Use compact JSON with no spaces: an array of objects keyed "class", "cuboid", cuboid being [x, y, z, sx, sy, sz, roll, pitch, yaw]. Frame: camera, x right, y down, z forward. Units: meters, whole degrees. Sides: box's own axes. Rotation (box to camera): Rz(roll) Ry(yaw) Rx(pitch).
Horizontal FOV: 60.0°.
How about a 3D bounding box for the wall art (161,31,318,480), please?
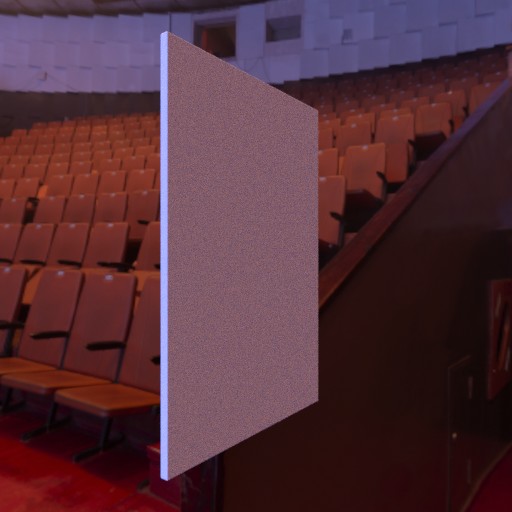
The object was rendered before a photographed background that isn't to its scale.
[{"class":"wall art","cuboid":[0.000,0.000,0.608,0.011,0.482,0.329,0,0,37]}]
